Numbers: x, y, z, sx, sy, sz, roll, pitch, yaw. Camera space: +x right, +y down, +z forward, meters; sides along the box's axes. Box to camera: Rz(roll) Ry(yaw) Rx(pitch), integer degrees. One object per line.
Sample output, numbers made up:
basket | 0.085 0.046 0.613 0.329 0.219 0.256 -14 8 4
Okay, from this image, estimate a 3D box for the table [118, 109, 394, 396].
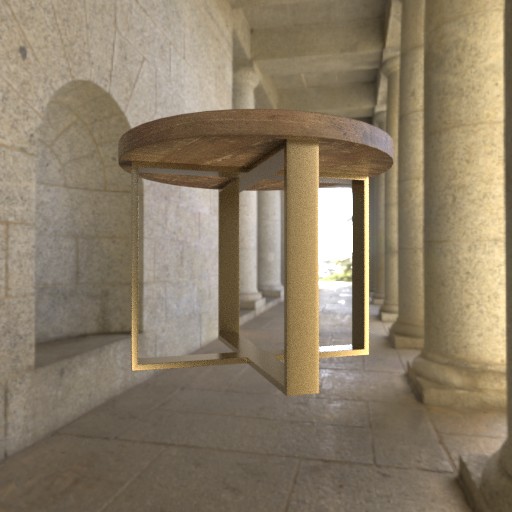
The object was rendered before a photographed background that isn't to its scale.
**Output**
table | 0.000 0.000 0.939 0.557 0.437 0.557 0 0 0
